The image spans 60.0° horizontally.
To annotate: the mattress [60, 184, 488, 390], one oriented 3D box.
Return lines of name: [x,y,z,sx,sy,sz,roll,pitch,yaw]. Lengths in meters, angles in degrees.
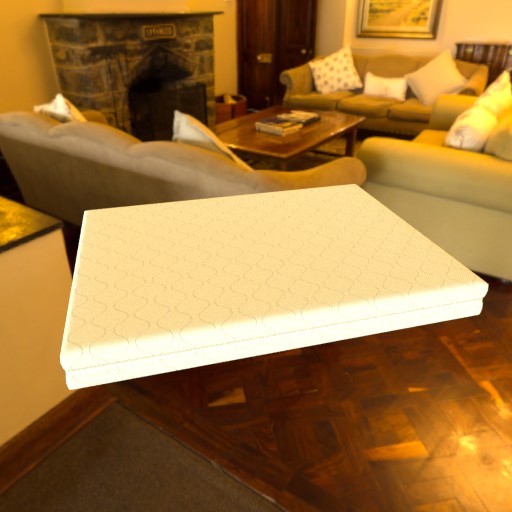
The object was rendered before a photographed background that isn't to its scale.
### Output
mattress: [0.000,0.000,2.495,1.900,0.200,1.400,-8,30,-13]
